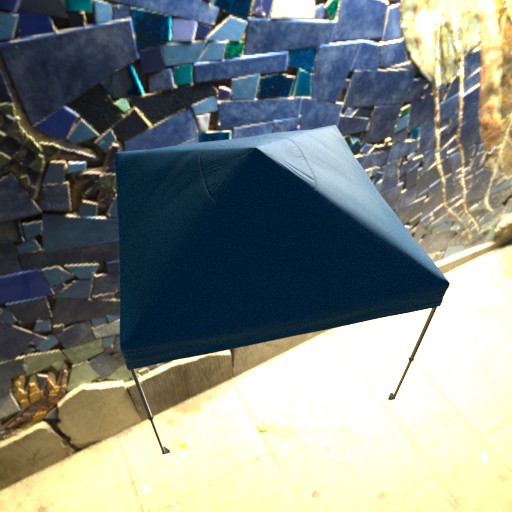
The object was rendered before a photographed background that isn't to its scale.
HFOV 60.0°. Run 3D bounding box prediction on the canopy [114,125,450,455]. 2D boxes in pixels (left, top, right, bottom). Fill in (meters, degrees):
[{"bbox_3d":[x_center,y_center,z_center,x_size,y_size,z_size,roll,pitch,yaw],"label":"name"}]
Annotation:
[{"bbox_3d":[0.000,0.000,5.368,2.998,2.997,2.996,-10,46,-9],"label":"canopy"}]
